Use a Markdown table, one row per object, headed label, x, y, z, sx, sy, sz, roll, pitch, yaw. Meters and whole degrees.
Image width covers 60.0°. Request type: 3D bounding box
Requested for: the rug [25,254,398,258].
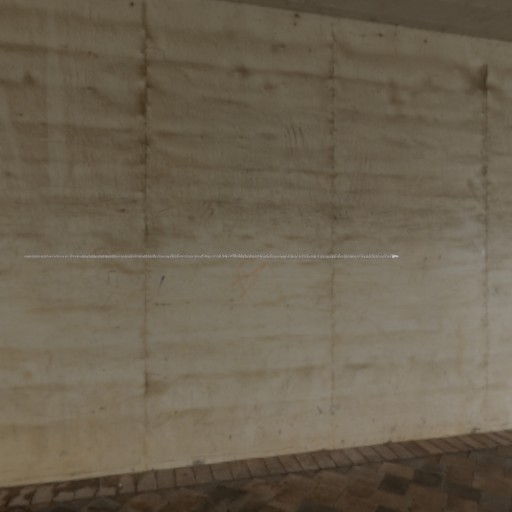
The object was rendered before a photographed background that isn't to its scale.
| label | x | y | z | sx | sy | sz | roll | pitch | yaw |
| --- | --- | --- | --- | --- | --- | --- | --- | --- | --- |
| rug | 0.000 | 0.000 | 0.904 | 0.548 | 0.006 | 0.639 | 0 | 0 | 18 |
